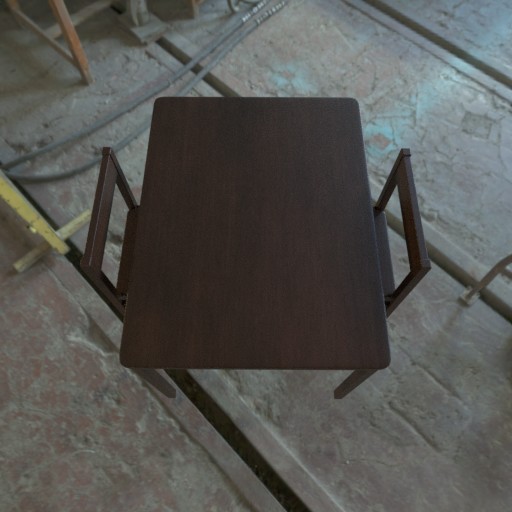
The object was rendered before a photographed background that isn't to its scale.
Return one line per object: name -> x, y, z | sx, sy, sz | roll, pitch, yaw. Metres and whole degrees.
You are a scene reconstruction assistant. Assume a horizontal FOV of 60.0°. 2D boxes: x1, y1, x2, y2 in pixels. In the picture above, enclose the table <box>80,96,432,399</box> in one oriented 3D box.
table -> 0.000, 0.000, 1.129 | 0.672, 0.503, 0.650 | 0, 65, 0
